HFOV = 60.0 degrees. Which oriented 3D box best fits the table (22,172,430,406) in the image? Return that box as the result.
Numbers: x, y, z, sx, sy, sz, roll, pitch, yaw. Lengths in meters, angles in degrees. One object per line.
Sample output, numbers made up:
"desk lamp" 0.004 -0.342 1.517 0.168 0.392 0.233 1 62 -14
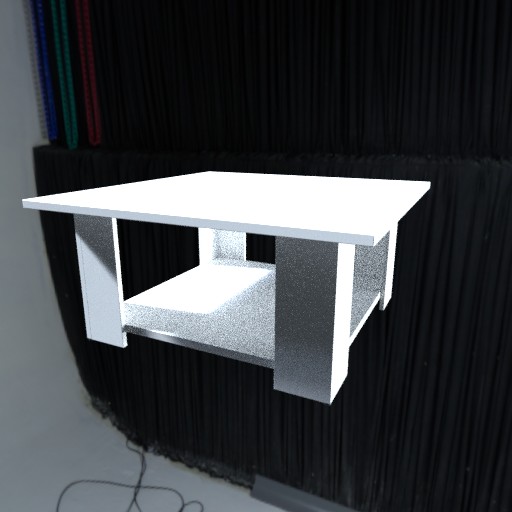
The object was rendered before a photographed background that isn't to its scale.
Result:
"table" 0.000 0.000 1.039 0.670 0.305 0.670 8 18 25
